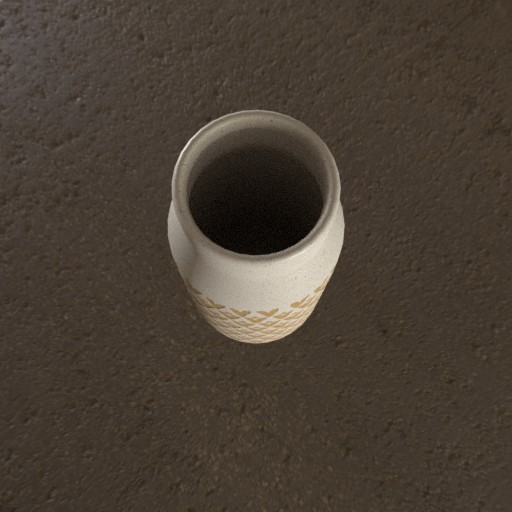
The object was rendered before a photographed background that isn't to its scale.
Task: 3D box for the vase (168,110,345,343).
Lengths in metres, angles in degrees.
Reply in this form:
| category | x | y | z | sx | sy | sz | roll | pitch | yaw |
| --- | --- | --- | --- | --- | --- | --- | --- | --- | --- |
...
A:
| category | x | y | z | sx | sy | sz | roll | pitch | yaw |
| --- | --- | --- | --- | --- | --- | --- | --- | --- | --- |
| vase | 0.000 | 0.000 | 0.383 | 0.137 | 0.307 | 0.137 | 0 | 75 | 0 |
